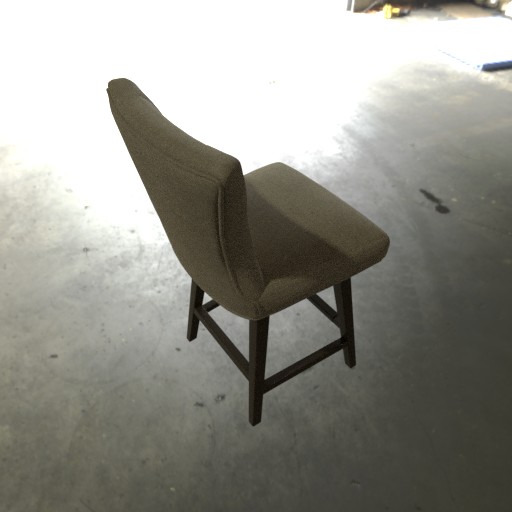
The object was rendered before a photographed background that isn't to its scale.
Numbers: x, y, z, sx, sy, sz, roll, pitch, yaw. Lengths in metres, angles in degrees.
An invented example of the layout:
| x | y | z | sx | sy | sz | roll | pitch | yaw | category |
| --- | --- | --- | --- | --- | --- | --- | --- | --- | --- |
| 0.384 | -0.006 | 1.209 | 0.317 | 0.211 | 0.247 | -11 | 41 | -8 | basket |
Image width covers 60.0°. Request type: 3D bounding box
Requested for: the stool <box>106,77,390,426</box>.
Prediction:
| x | y | z | sx | sy | sz | roll | pitch | yaw | category |
| --- | --- | --- | --- | --- | --- | --- | --- | --- | --- |
| 0.000 | 0.000 | 1.311 | 0.574 | 1.000 | 0.514 | -26 | 48 | -26 | stool |
